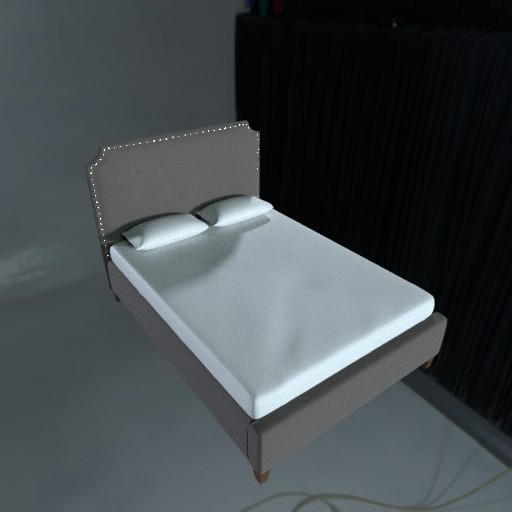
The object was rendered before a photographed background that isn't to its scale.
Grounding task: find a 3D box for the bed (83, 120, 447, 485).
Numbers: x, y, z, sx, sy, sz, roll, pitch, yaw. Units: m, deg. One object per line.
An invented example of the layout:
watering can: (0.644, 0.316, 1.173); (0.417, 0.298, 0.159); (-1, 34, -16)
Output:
bed: (0.000, 0.000, 3.431); (1.713, 1.443, 2.372); (-20, 36, -31)
